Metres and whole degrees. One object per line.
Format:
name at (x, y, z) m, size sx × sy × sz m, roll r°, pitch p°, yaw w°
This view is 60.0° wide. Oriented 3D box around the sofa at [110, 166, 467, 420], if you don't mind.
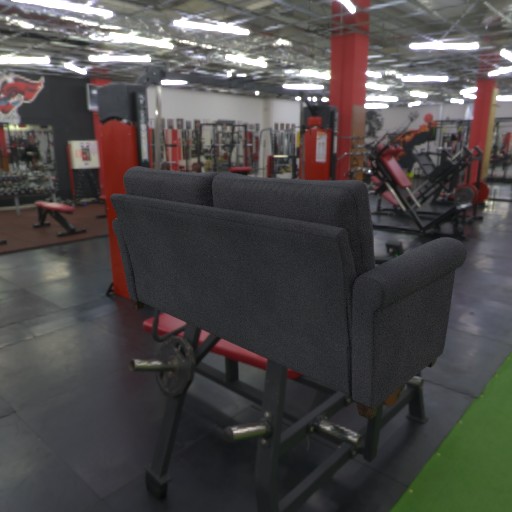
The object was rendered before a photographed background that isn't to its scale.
sofa at (0.000, 0.000, 2.454) m, size 1.935 × 0.942 × 0.842 m, roll 14°, pitch 19°, yaw 43°
